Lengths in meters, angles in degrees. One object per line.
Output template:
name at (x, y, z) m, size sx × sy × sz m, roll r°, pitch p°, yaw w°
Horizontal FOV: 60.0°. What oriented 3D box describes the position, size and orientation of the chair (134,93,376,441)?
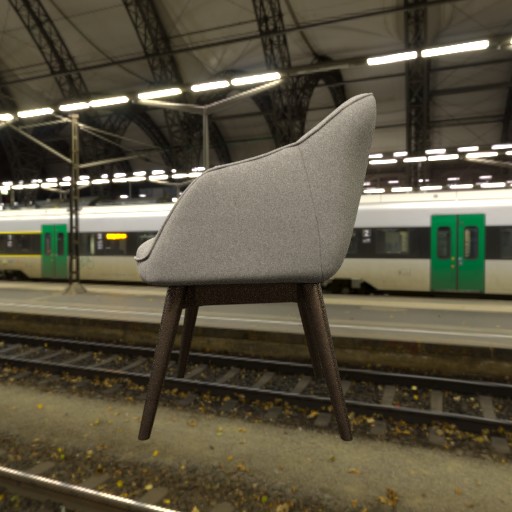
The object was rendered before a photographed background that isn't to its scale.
chair at (0.000, 0.000, 1.218) m, size 0.611 × 0.810 × 0.589 m, roll 0°, pitch 1°, yaw 0°
